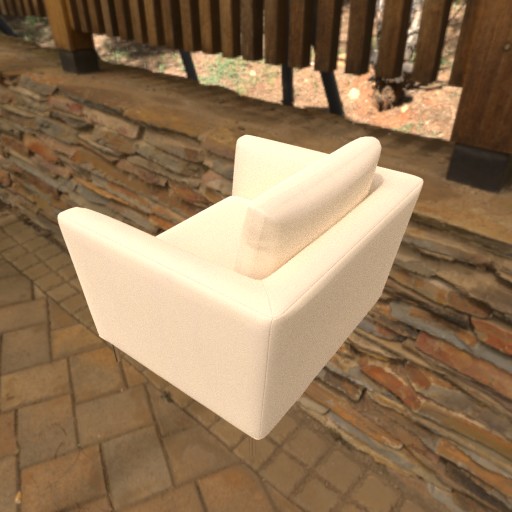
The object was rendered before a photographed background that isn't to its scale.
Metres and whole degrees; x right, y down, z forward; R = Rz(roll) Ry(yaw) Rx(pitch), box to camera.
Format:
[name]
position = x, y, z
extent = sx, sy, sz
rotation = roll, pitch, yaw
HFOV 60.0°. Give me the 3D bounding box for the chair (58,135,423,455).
[chair]
position = 0.000, 0.000, 1.713
extent = 0.889, 0.865, 1.041
rotation = 22, 39, 30
